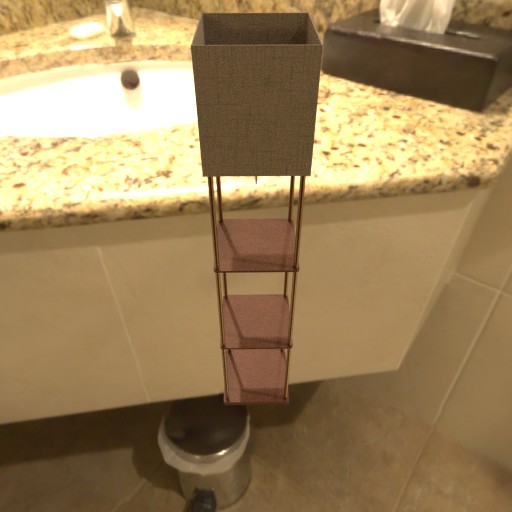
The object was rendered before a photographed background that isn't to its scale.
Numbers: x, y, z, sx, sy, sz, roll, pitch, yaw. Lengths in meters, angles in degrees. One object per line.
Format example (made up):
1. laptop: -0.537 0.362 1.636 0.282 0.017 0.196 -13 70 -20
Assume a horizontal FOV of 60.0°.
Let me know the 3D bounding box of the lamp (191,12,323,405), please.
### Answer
1. lamp: 0.000 0.000 1.661 0.308 1.569 0.310 -1 41 -1
